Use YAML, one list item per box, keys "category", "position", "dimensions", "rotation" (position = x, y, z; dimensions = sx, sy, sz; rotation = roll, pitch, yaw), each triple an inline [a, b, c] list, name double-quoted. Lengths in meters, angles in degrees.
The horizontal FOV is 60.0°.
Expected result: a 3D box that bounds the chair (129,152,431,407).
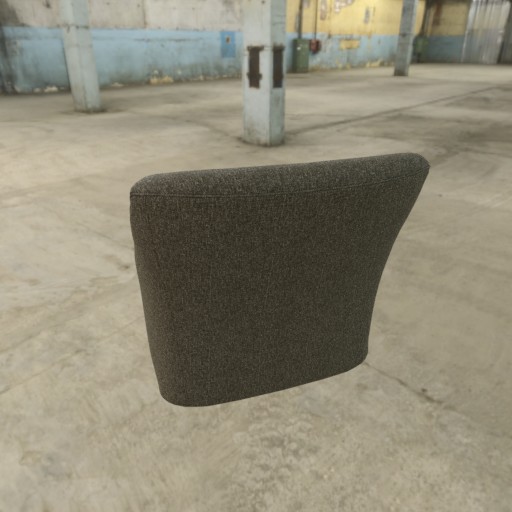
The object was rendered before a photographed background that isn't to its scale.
- category: "chair"
  position: [0.000, 0.000, 1.599]
  dimensions: [0.864, 0.856, 0.923]
  rotation: [-8, 26, -18]
